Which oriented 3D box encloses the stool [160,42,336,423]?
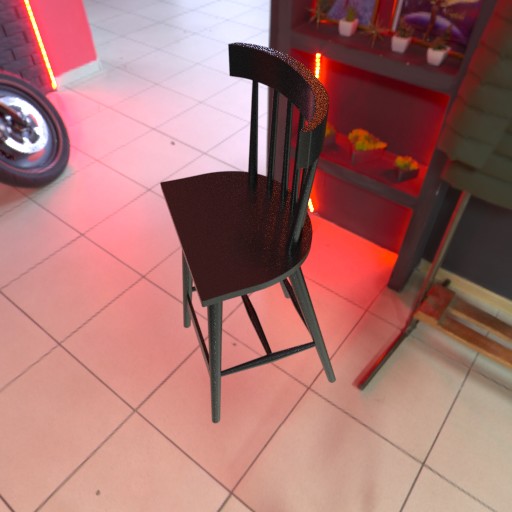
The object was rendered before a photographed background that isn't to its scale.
[{"bbox_3d":[0.000,0.000,1.355,0.483,1.092,0.482,-15,48,-14],"label":"stool"}]
